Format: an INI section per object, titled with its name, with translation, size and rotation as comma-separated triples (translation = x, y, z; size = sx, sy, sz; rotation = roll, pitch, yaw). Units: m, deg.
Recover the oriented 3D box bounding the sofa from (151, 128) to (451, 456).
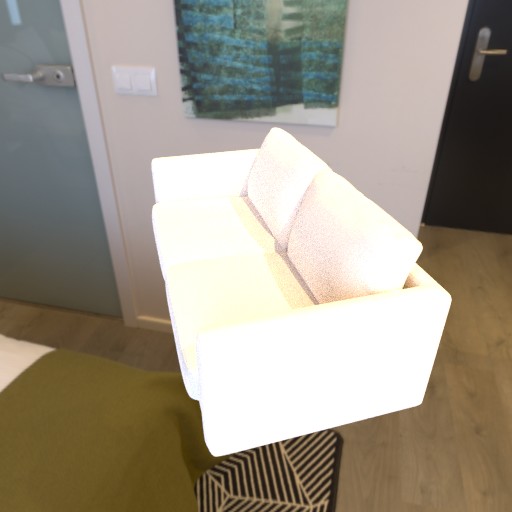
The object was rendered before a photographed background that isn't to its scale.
[sofa]
translation = 0.000, 0.000, 2.242
size = 0.940, 0.893, 1.713
rotation = -9, 32, -14
